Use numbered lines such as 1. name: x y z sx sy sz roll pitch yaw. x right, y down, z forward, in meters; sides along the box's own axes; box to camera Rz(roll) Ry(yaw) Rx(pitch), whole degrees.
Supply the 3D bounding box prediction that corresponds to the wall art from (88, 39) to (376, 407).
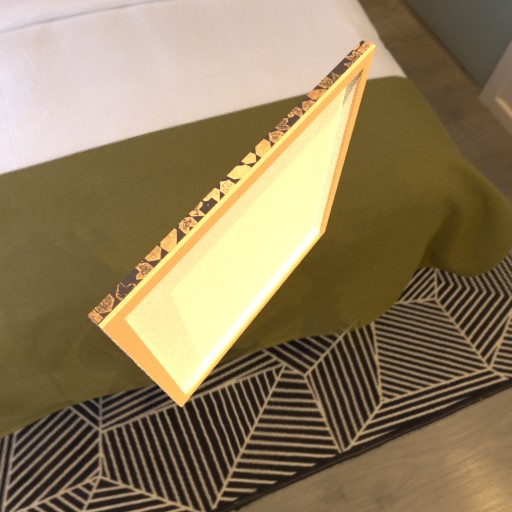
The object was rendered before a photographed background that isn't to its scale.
1. wall art: 0.000 0.000 1.337 0.038 0.914 0.914 35 68 16
